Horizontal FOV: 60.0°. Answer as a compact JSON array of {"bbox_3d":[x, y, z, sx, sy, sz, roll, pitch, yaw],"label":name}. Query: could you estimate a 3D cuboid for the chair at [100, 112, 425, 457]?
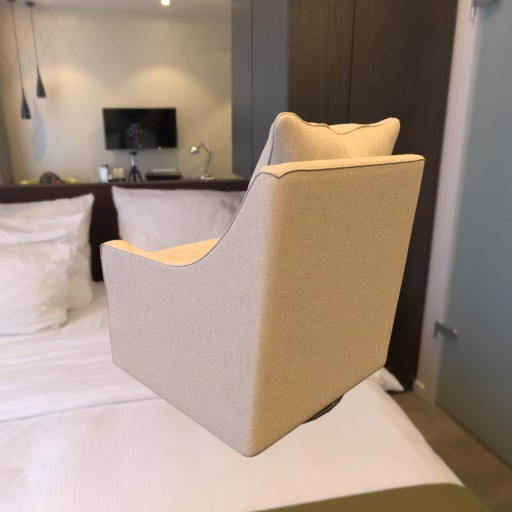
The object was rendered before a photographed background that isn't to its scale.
[{"bbox_3d":[0.000,0.000,1.589,0.876,0.942,0.760,15,21,43],"label":"chair"}]
